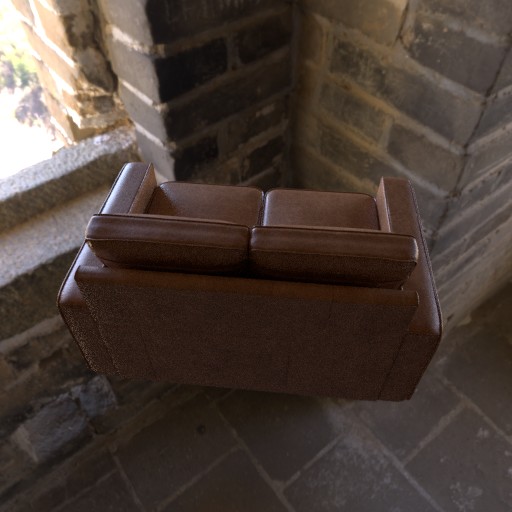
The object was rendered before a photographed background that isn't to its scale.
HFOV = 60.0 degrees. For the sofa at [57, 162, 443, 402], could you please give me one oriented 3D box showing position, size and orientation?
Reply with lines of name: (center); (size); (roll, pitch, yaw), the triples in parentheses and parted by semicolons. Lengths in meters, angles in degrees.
sofa: (0.000, 0.000, 2.119); (1.532, 0.896, 1.020); (4, 46, 4)
